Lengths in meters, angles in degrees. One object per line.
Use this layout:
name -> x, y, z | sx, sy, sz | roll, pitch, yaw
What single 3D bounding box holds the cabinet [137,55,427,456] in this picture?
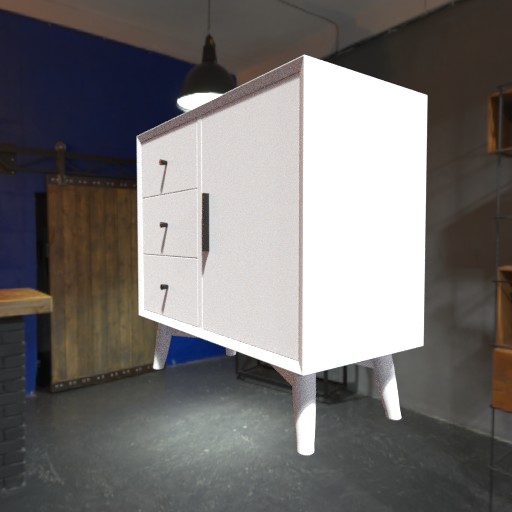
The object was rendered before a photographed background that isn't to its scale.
cabinet -> 0.000, 0.000, 1.245 | 0.398, 0.761, 0.800 | -2, 3, -36
